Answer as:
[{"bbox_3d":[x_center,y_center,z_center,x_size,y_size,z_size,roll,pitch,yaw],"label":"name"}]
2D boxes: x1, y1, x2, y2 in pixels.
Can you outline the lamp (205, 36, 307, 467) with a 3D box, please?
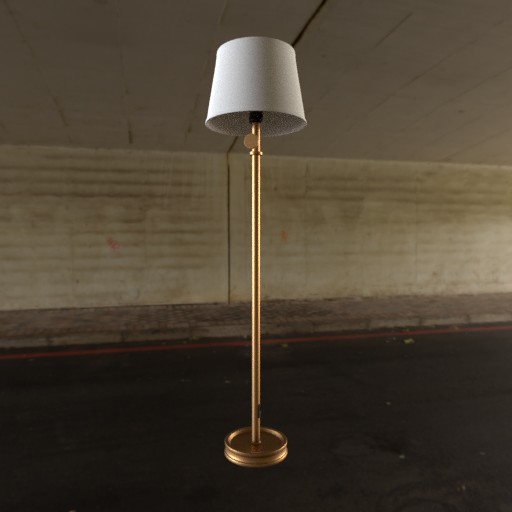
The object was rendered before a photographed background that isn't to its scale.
[{"bbox_3d":[0.000,0.000,0.792,0.178,0.710,0.178,0,2,0],"label":"lamp"}]
